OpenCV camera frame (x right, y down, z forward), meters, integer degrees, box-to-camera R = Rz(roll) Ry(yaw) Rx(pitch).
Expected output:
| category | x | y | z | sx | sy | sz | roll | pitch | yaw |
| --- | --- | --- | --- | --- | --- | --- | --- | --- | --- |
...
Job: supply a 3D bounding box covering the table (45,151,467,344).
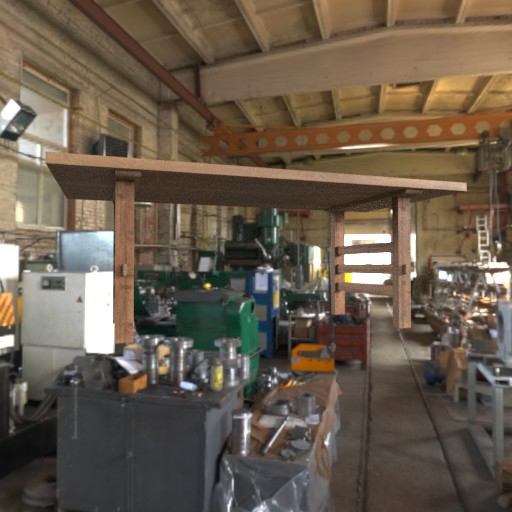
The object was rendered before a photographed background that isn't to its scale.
| category | x | y | z | sx | sy | sz | roll | pitch | yaw |
| --- | --- | --- | --- | --- | --- | --- | --- | --- | --- |
| table | 0.000 | 0.000 | 2.440 | 2.003 | 0.760 | 0.952 | 0 | -1 | -19 |
